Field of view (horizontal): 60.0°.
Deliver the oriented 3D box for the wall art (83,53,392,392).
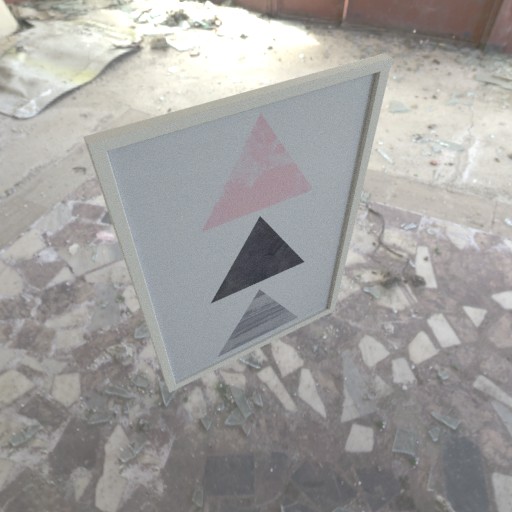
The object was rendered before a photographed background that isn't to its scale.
[{"bbox_3d":[0.000,0.000,0.554,0.303,0.433,0.013,-23,52,-19],"label":"wall art"}]
